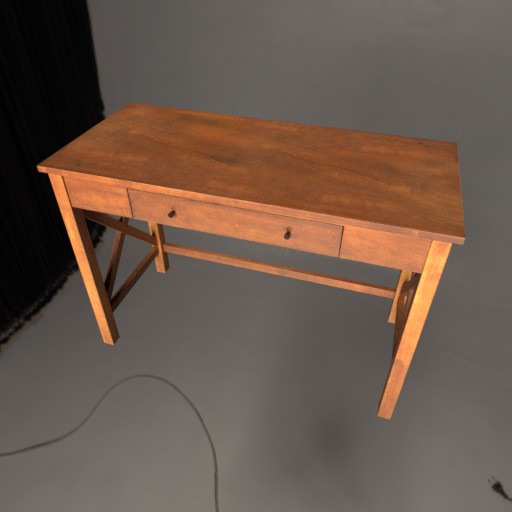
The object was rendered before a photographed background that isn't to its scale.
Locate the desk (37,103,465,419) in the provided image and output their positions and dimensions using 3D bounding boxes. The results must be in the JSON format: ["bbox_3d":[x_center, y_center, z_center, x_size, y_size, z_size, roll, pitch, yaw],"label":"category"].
[{"bbox_3d":[0.000,0.000,1.524,1.117,0.762,0.508,11,41,13],"label":"desk"}]
